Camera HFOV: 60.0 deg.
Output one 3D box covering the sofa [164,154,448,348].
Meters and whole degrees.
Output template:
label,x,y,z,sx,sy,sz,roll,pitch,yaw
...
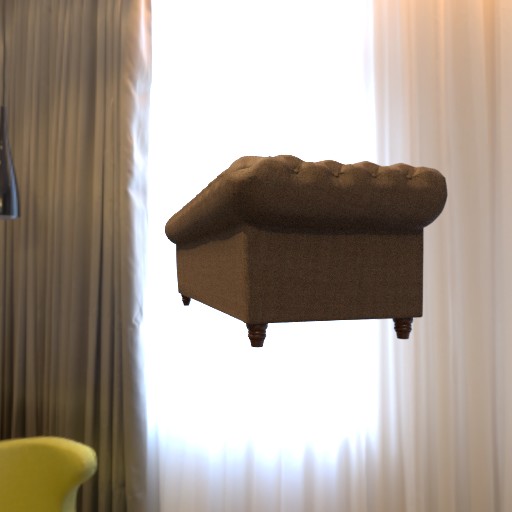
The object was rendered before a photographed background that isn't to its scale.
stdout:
label,x,y,z,sx,sy,sz,roll,pitch,yaw
sofa,0.000,0.000,2.808,0.944,0.787,2.385,0,-1,-17
